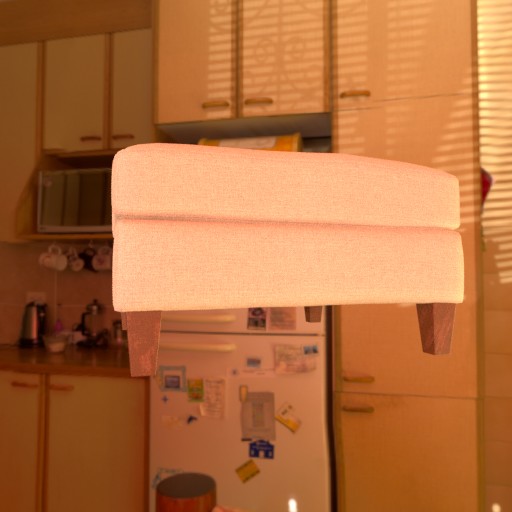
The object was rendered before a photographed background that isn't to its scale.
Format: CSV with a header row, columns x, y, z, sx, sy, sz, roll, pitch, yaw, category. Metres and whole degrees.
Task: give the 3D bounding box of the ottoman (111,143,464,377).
x,y,z,sx,sy,sz,roll,pitch,yaw,category
0.000,0.000,1.348,0.838,0.503,0.838,1,-2,-18,ottoman
